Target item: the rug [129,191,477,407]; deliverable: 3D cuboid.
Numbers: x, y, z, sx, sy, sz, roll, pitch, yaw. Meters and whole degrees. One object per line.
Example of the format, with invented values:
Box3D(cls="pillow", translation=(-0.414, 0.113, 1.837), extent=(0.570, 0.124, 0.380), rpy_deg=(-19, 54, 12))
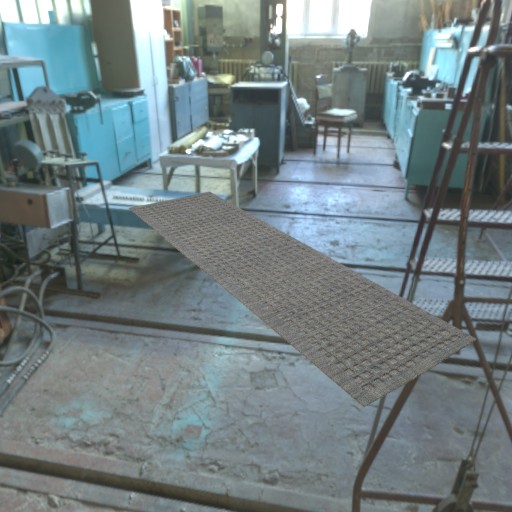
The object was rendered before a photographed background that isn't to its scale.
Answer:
Box3D(cls="rug", translation=(0.000, 0.000, 2.668), extent=(0.706, 0.009, 2.443), rpy_deg=(-17, 31, -30))
